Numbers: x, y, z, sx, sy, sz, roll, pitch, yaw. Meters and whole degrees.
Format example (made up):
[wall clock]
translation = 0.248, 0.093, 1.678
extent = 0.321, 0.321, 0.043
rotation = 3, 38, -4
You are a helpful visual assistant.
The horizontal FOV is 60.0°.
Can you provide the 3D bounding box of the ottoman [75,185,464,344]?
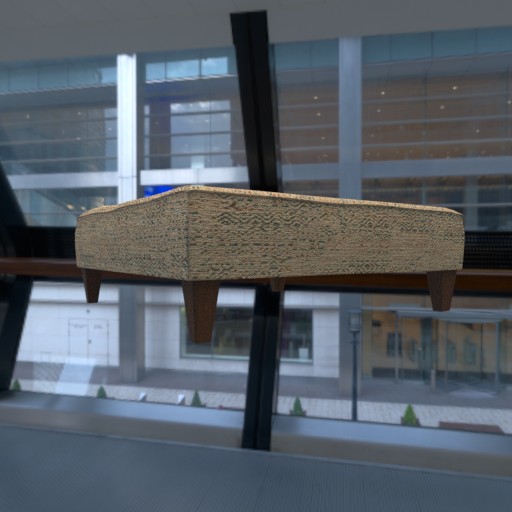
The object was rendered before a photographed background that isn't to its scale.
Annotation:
[ottoman]
translation = 0.000, 0.000, 1.560
extent = 1.004, 0.356, 0.968
rotation = 0, 1, -35
